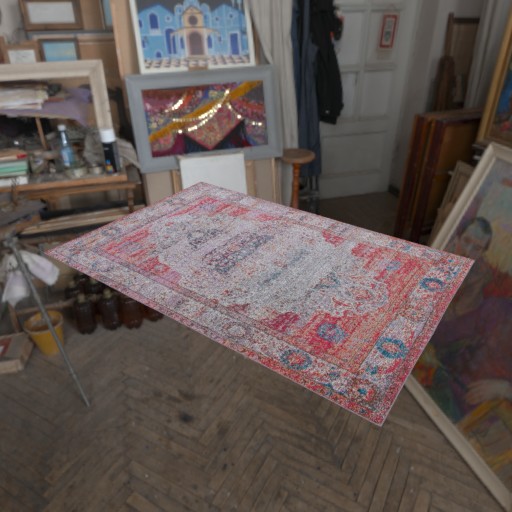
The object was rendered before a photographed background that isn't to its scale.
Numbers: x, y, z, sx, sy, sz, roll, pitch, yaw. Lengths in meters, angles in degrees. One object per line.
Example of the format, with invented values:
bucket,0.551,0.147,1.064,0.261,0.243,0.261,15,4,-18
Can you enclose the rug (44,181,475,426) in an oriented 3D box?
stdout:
rug,0.000,0.000,2.255,1.829,0.006,1.219,20,36,30
